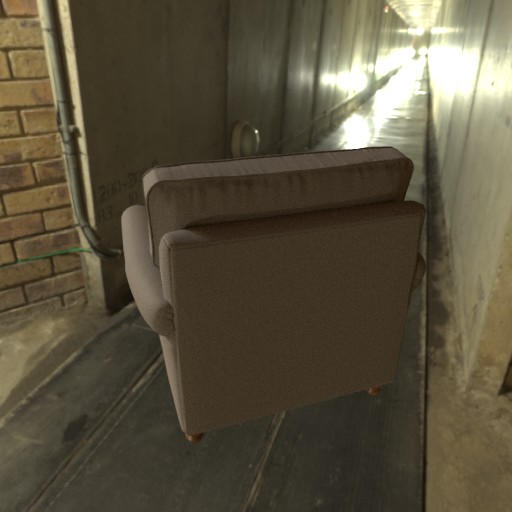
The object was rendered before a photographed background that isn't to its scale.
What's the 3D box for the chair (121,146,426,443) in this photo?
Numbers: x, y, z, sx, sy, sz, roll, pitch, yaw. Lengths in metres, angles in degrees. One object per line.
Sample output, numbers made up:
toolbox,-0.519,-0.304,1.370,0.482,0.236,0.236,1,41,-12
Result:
chair,0.000,0.000,1.811,1.029,0.967,0.966,-9,28,-16
